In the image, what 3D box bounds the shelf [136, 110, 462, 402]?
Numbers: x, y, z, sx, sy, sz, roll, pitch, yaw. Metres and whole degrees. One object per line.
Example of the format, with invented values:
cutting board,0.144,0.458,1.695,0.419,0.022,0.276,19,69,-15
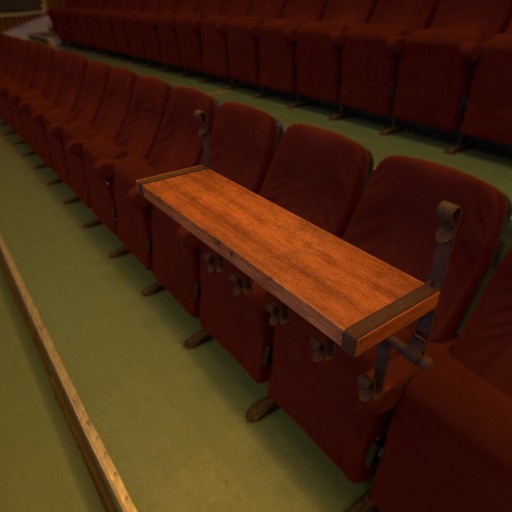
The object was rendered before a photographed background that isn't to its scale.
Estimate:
shelf,0.000,0.000,0.692,0.146,0.330,0.567,-21,37,-31
